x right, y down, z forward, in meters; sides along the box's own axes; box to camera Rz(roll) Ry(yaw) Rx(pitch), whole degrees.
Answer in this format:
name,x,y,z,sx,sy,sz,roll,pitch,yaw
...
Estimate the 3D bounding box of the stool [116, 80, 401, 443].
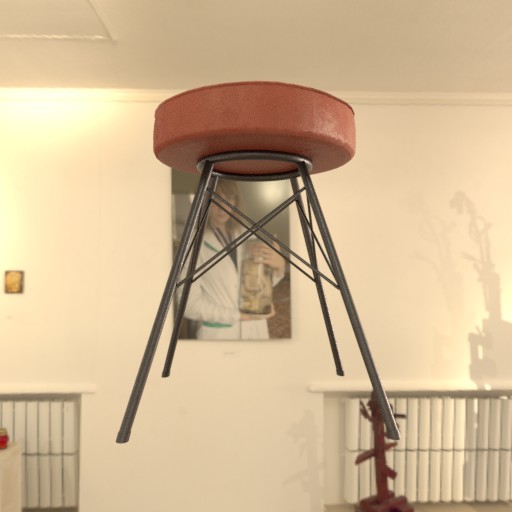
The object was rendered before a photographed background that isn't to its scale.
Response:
name,x,y,z,sx,sy,sz,roll,pitch,yaw
stool,0.000,0.000,0.914,0.457,0.593,0.421,0,-1,-2
